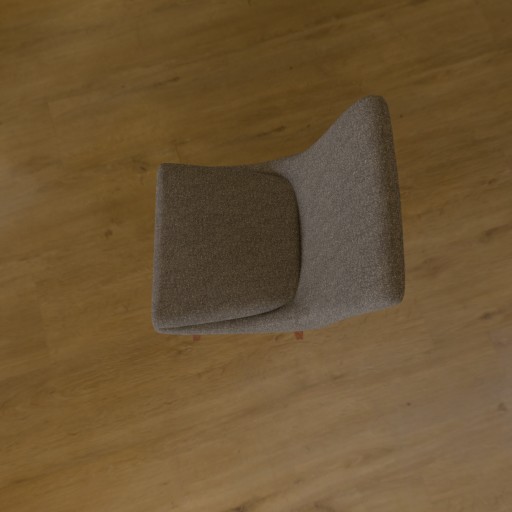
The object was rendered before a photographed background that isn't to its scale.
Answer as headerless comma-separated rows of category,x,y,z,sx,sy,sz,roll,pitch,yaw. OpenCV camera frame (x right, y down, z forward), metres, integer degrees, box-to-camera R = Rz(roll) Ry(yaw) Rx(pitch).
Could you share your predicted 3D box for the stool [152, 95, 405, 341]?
stool,0.000,0.000,1.375,0.572,1.068,0.489,-1,77,0
